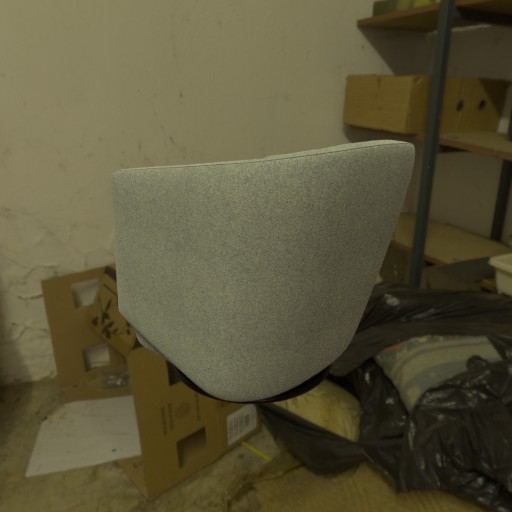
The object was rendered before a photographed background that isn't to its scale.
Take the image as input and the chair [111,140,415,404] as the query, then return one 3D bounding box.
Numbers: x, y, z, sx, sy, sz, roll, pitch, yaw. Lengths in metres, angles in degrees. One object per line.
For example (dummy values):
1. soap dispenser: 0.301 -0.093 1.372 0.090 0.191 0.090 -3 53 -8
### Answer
1. chair: 0.000 0.000 1.643 0.986 0.861 0.822 16 24 41
